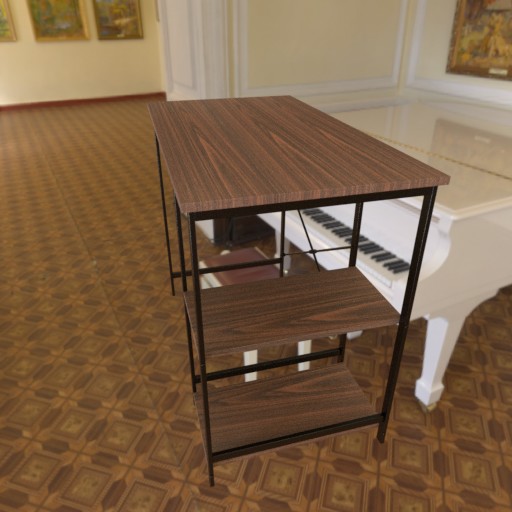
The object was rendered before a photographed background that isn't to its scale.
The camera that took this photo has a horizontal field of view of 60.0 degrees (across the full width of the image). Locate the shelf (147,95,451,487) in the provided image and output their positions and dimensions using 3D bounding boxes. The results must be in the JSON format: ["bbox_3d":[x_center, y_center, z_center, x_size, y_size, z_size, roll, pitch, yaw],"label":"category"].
[{"bbox_3d":[0.000,0.000,1.323,0.498,0.750,0.902,-8,30,-13],"label":"shelf"}]
